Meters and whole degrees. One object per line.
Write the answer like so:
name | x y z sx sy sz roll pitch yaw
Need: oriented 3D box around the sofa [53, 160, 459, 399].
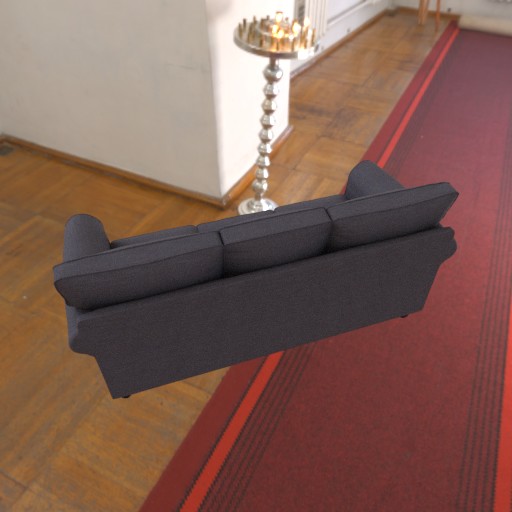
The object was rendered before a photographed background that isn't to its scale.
sofa | 0.000 0.000 2.621 2.084 0.966 0.909 -13 44 -14
